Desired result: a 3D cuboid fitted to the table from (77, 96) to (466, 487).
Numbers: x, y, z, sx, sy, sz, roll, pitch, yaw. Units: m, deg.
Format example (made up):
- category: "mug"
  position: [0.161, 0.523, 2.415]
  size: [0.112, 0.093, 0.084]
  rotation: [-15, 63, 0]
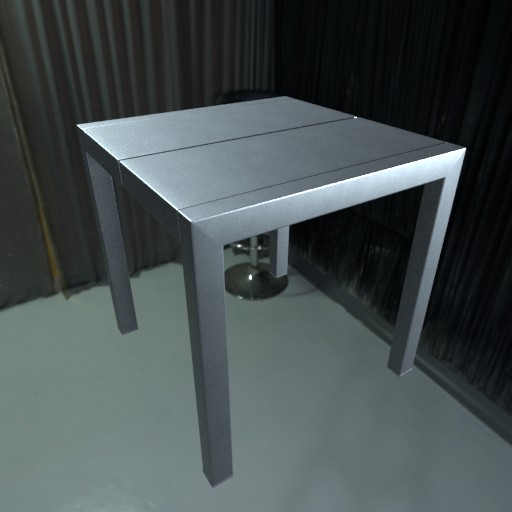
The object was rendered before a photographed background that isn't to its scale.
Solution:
- category: "table"
  position: [0.000, 0.000, 0.930]
  size: [0.508, 0.508, 0.508]
  rotation: [-18, 35, -28]
